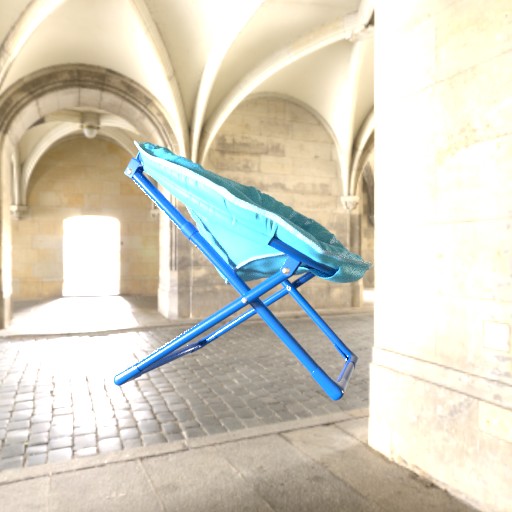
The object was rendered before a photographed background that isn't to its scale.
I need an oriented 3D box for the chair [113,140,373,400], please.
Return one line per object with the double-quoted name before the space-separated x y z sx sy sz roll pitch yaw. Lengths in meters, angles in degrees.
"chair" 0.000 0.000 0.911 0.465 0.478 0.520 0 0 18
